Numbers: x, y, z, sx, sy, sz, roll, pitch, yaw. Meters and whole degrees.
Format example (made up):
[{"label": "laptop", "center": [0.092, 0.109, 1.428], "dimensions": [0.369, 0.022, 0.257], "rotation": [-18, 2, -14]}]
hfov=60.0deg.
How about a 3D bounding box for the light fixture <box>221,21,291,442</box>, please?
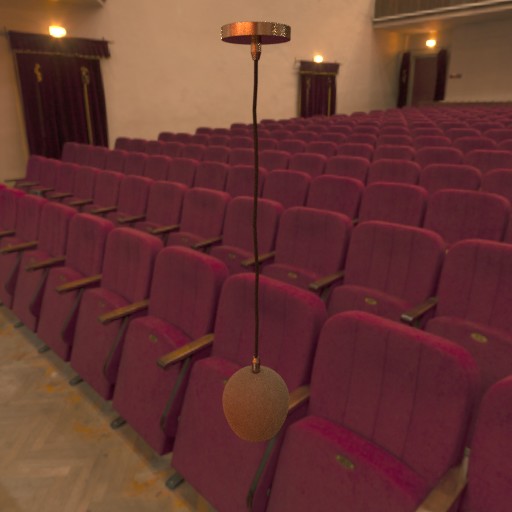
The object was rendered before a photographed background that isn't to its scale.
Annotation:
[{"label": "light fixture", "center": [0.000, 0.000, 0.825], "dimensions": [0.139, 0.764, 0.139], "rotation": [-17, 25, -41]}]
